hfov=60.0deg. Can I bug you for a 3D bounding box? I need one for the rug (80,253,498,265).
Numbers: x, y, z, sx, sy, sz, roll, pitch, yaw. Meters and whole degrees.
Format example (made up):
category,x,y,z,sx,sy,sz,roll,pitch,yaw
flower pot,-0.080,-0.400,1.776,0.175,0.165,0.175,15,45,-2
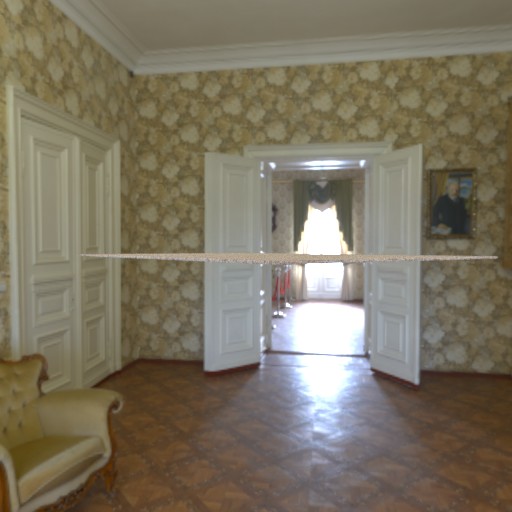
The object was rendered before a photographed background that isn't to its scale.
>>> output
category,x,y,z,sx,sy,sz,roll,pitch,yaw
rug,0.000,0.000,2.829,1.547,0.013,2.283,-1,1,-37
